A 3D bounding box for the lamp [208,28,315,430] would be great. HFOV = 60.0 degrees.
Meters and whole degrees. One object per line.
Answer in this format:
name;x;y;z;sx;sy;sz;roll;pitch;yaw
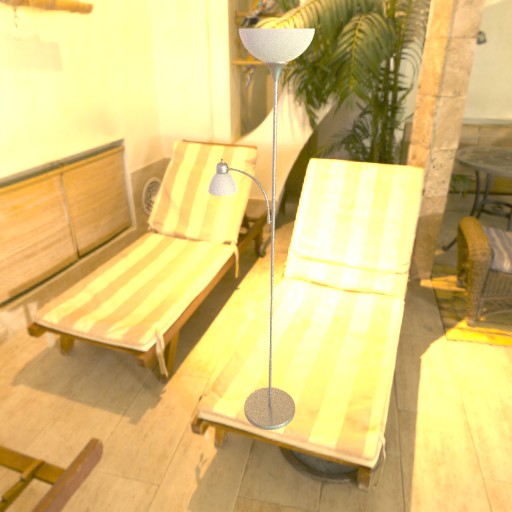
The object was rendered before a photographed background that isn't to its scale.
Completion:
lamp;0.000;0.000;1.979;0.425;1.804;0.279;9;28;17
